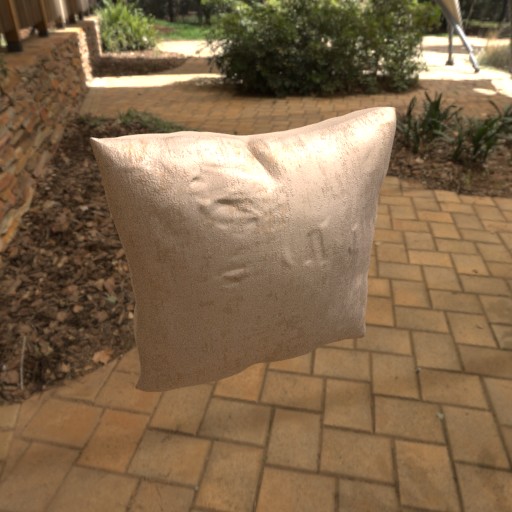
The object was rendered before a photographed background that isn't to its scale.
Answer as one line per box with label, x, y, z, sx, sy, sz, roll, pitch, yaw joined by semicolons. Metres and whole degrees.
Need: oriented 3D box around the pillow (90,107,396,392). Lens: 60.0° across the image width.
pillow;0.000;0.000;0.727;0.450;0.448;0.245;-10;32;-15
